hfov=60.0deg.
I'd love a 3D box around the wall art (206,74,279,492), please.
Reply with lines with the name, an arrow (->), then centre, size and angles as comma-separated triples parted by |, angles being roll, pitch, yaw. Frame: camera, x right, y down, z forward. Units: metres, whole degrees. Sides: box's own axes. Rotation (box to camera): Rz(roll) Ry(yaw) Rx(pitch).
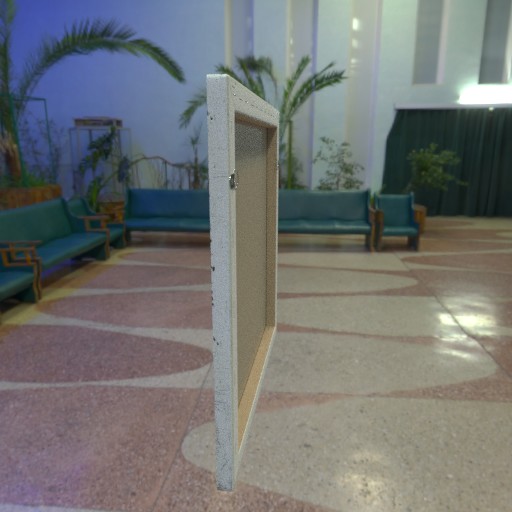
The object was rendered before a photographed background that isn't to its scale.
wall art -> 0.000, 0.000, 1.134 | 0.038, 0.762, 0.762 | 2, 14, 9
